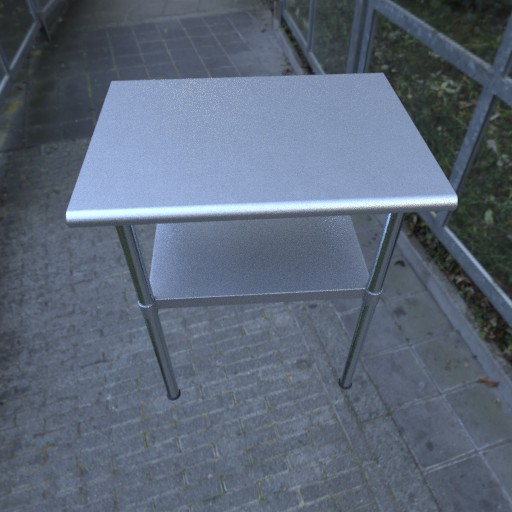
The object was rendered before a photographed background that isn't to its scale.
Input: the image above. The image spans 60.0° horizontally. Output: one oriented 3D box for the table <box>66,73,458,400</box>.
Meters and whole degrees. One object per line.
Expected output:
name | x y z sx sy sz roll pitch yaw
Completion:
table | 0.000 0.000 1.368 0.762 0.876 0.584 -3 46 -3
